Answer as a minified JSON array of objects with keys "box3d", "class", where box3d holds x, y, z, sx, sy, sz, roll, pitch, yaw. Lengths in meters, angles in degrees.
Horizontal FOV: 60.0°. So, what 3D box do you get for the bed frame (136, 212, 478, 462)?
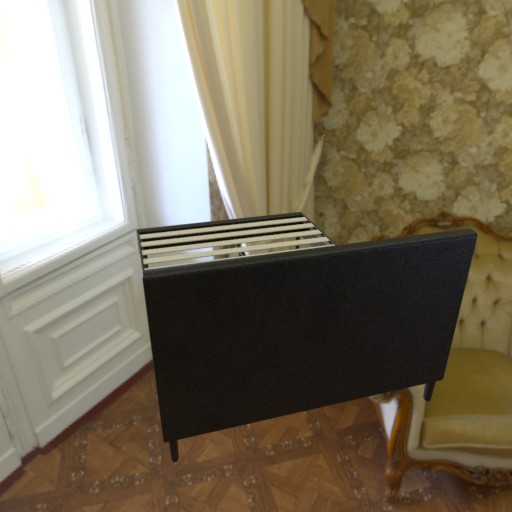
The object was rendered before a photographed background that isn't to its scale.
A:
[{"box3d":[0.000,0.000,3.239,1.634,1.127,2.318,-7,27,-15],"class":"bed frame"}]
